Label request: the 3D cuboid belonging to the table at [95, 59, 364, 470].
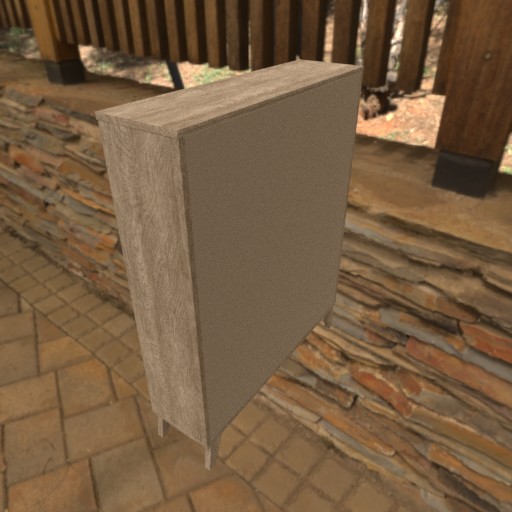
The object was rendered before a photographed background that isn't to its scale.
[{"bbox_3d":[0.000,0.000,1.542,0.256,1.135,0.902,20,38,29],"label":"table"}]
